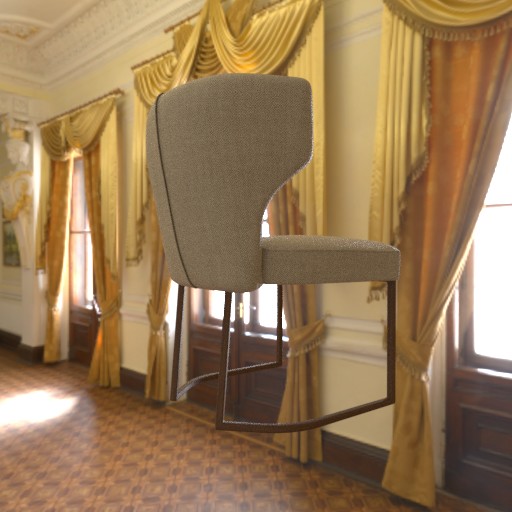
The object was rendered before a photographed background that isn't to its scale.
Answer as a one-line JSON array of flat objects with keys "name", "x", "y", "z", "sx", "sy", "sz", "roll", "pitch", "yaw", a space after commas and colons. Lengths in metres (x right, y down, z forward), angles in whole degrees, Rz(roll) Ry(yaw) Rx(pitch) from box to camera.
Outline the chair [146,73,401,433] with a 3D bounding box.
[{"name": "chair", "x": 0.000, "y": 0.000, "z": 1.271, "sx": 0.617, "sy": 0.824, "sz": 0.611, "roll": 0, "pitch": 1, "yaw": -36}]
